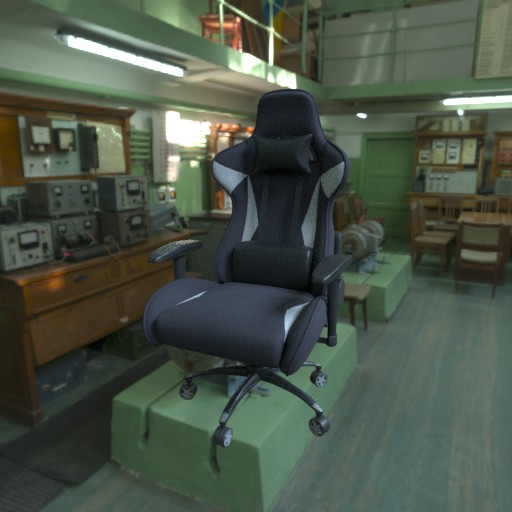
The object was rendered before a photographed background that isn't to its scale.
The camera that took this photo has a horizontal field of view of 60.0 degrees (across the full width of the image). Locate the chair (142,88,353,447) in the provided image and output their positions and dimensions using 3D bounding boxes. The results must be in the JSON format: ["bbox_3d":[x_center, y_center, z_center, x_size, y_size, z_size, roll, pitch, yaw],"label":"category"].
[{"bbox_3d":[0.000,0.000,1.723,0.730,1.300,0.695,6,14,25],"label":"chair"}]
